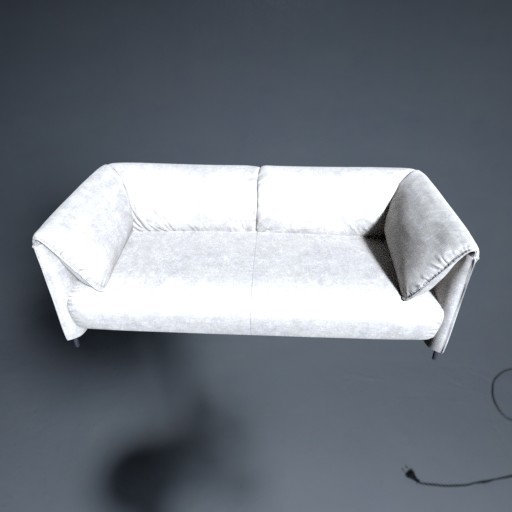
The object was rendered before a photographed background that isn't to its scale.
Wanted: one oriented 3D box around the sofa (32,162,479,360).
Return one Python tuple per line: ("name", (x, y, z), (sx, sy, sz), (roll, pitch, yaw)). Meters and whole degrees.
("sofa", (0.000, 0.000, 2.345), (1.878, 0.747, 0.905), (2, 31, 2))
